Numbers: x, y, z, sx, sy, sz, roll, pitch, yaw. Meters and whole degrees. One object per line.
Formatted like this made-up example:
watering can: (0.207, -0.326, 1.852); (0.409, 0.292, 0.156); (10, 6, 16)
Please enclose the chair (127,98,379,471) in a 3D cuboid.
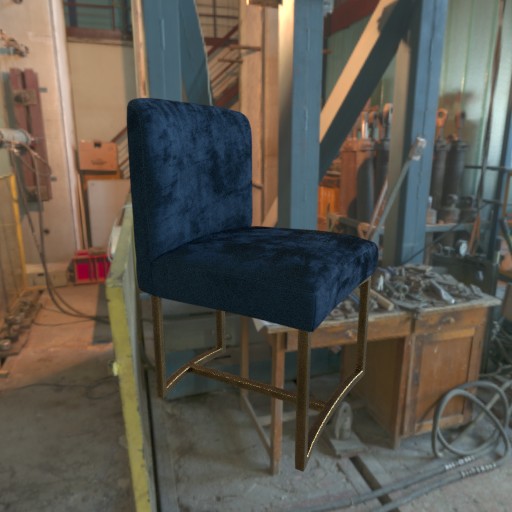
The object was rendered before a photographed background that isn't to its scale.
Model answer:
chair: (0.000, 0.000, 1.220); (0.560, 0.824, 0.530); (8, 16, 28)
